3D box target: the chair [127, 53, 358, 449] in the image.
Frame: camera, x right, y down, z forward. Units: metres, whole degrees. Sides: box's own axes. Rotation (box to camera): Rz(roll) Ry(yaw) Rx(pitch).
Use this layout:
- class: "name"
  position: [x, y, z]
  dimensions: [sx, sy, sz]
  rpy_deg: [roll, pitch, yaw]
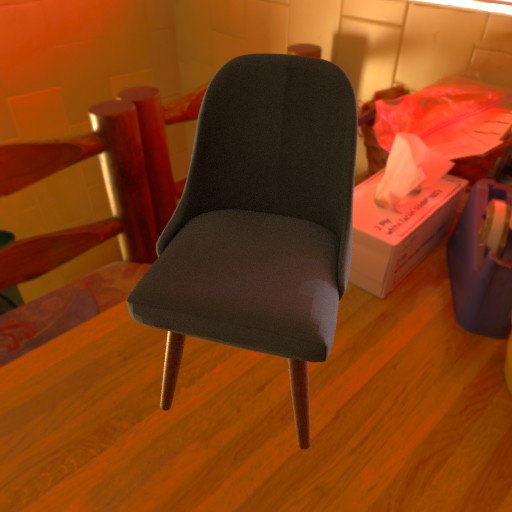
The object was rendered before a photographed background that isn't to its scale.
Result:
- class: "chair"
  position: [0.000, 0.000, 1.197]
  dimensions: [0.503, 0.882, 0.589]
  rpy_deg: [11, 40, 13]
